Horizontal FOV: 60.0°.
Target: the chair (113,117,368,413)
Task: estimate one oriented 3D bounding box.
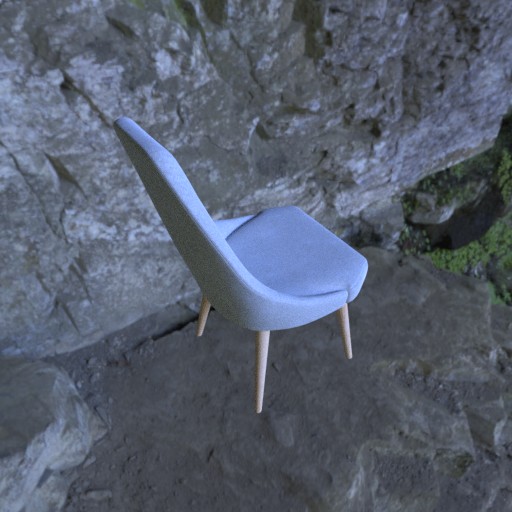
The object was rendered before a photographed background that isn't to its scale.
[{"bbox_3d":[0.000,0.000,1.421,0.660,1.040,0.510,-26,48,-26],"label":"chair"}]
